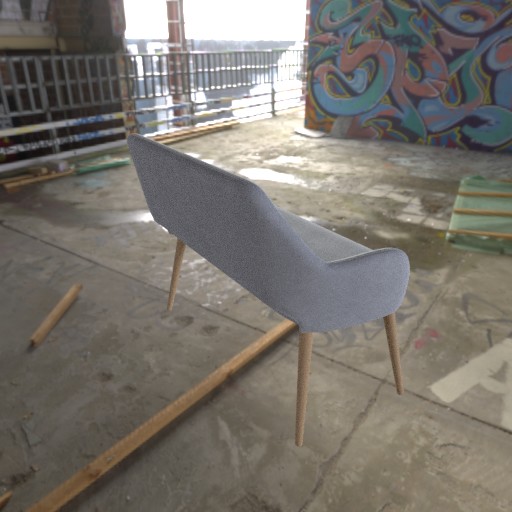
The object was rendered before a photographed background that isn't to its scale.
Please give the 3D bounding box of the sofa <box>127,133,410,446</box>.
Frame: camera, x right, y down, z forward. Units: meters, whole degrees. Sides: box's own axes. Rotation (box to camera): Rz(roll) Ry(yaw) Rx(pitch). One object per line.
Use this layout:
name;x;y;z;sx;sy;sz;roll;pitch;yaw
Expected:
sofa;0.000;0.000;1.634;0.610;0.840;1.150;-17;31;-31
